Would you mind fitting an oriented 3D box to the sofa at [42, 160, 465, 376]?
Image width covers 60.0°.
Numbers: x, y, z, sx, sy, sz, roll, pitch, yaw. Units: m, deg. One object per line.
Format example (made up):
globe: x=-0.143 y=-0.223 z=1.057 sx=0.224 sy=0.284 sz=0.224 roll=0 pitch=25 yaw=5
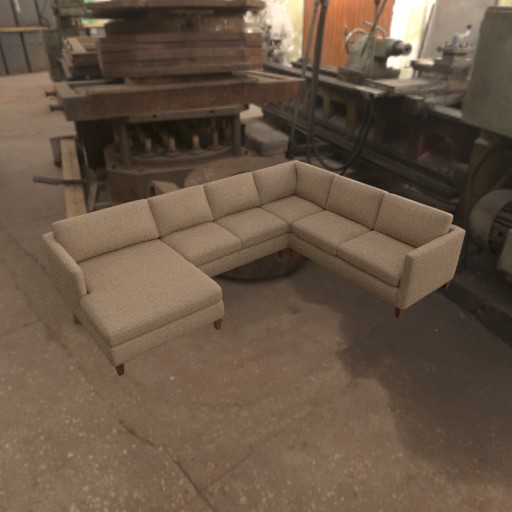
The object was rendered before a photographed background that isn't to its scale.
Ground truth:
sofa: x=0.000 y=0.000 z=4.482 sx=3.403 sy=0.889 sz=2.551 roll=-21 pitch=36 yaw=-33
